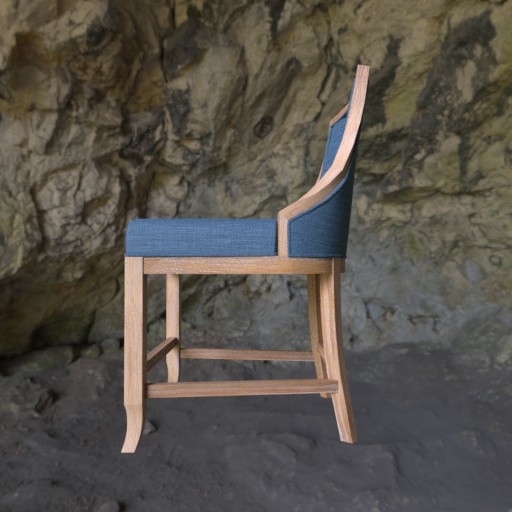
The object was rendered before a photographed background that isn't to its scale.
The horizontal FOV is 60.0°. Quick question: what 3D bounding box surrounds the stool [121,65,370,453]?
[{"bbox_3d":[0.000,0.000,1.304,0.626,0.938,0.524,0,-1,1],"label":"stool"}]
